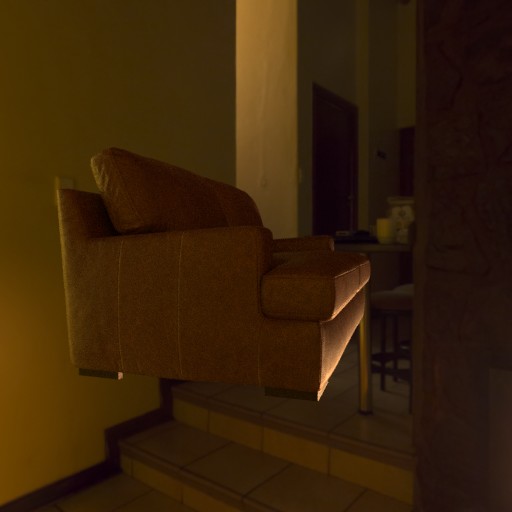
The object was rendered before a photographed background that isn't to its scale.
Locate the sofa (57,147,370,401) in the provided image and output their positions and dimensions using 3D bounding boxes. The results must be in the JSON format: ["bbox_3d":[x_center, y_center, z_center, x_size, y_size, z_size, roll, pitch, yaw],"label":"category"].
[{"bbox_3d":[0.000,0.000,2.479,1.143,0.939,1.880,0,1,18],"label":"sofa"}]
